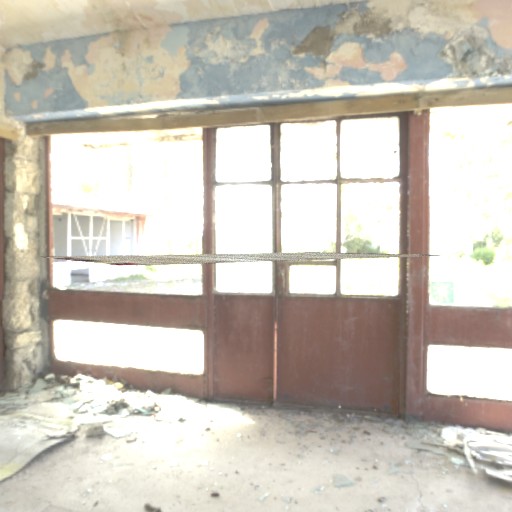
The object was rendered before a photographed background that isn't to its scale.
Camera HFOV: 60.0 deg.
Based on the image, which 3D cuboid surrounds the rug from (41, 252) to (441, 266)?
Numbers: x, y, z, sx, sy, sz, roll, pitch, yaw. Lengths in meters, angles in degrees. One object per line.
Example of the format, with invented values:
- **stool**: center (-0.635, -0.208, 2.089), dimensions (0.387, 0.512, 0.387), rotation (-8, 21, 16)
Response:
- **rug**: center (0.000, 0.000, 3.059), dimensions (2.465, 0.012, 1.465), rotation (-1, 2, -37)
